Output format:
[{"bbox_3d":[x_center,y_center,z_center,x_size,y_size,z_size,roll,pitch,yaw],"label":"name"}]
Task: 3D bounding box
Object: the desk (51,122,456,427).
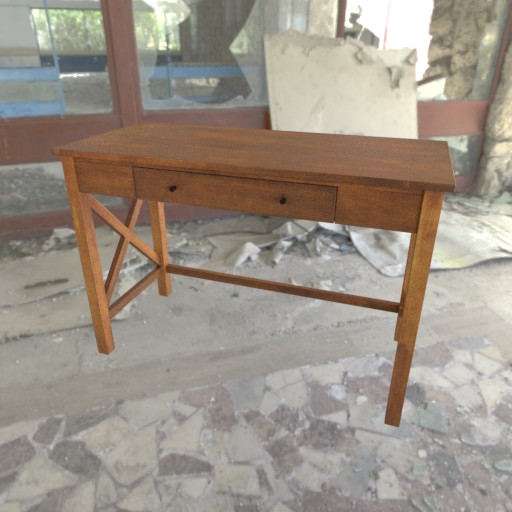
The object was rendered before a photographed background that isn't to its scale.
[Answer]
[{"bbox_3d":[0.000,0.000,1.531,1.117,0.762,0.508,9,27,17],"label":"desk"}]
